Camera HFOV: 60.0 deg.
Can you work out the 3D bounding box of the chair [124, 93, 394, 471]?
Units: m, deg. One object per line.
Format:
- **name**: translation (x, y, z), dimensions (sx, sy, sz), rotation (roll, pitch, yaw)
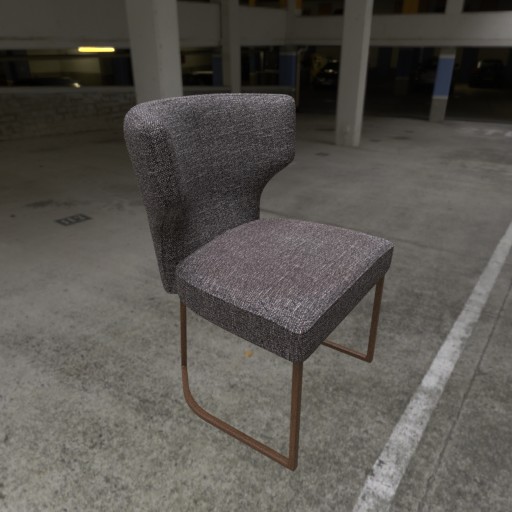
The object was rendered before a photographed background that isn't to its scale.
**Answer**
- **chair**: translation (0.000, 0.000, 1.256), dimensions (0.617, 0.824, 0.611), rotation (17, 31, 31)
